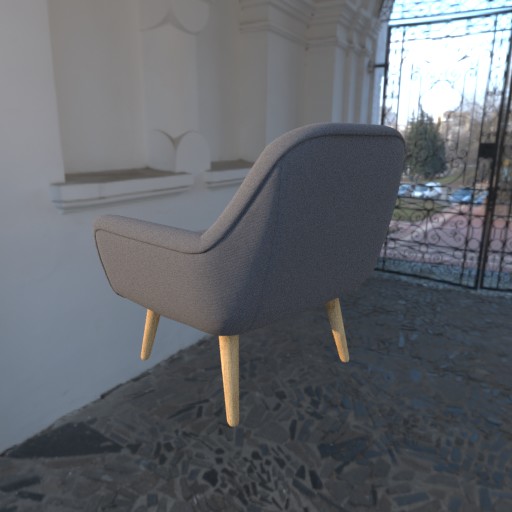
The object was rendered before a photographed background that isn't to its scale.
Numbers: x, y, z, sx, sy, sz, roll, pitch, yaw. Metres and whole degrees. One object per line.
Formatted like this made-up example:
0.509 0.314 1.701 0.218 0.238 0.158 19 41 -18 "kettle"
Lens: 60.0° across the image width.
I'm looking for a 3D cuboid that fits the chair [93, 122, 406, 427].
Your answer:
0.000 0.000 1.427 0.770 0.800 0.779 -13 20 -42 "chair"
